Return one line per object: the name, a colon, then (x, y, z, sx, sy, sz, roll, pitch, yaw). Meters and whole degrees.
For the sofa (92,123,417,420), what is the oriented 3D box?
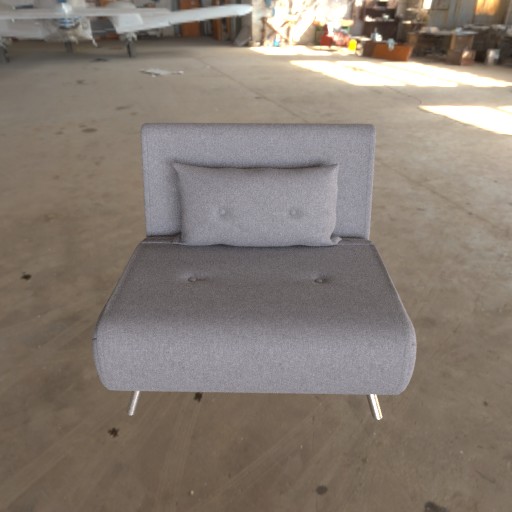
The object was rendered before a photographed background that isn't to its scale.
sofa: (0.000, 0.000, 1.736, 1.020, 0.825, 1.000, 1, 30, 1)
